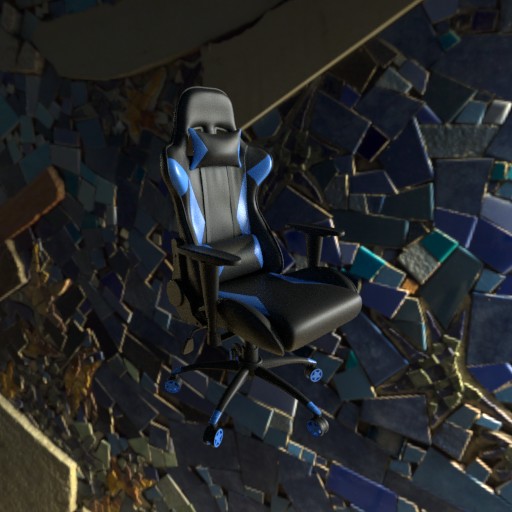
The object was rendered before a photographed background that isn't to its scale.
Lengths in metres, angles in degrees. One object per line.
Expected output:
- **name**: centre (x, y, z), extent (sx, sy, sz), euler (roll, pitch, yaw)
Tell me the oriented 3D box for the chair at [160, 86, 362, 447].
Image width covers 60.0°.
- **chair**: centre (0.000, 0.000, 1.733), extent (0.730, 1.282, 0.695), euler (13, 20, 41)
